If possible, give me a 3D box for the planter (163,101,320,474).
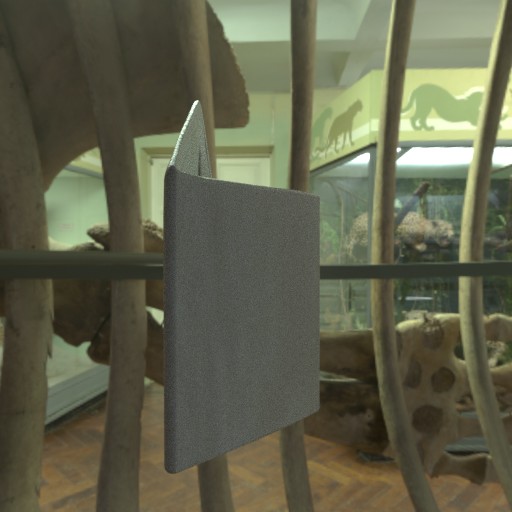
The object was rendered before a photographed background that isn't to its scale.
[{"bbox_3d":[0.000,0.000,0.278,0.080,0.194,0.163,0,1,2],"label":"planter"}]
